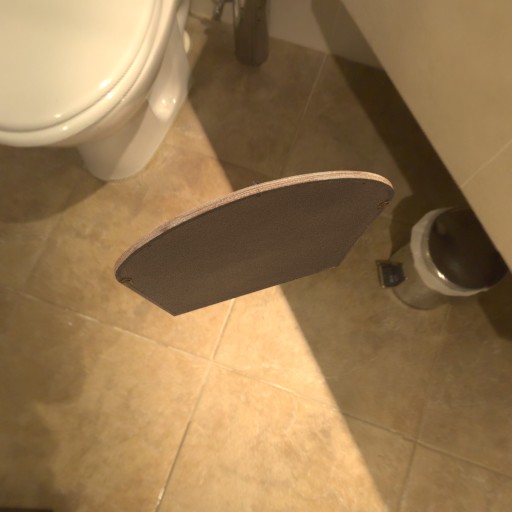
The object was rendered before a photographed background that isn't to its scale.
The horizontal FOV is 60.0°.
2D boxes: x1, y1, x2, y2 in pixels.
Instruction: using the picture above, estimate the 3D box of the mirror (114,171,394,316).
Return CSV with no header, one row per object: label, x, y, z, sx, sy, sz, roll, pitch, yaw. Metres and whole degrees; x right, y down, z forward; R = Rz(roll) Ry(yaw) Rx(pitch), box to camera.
mirror,0.000,0.000,1.135,0.609,0.915,0.032,-17,76,-4
